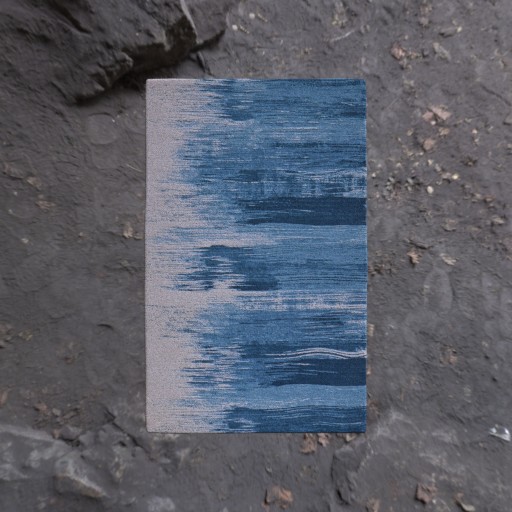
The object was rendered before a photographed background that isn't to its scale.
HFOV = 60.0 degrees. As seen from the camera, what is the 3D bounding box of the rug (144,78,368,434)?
[{"bbox_3d":[0.000,0.000,3.054,1.540,0.027,2.450,0,90,0],"label":"rug"}]
